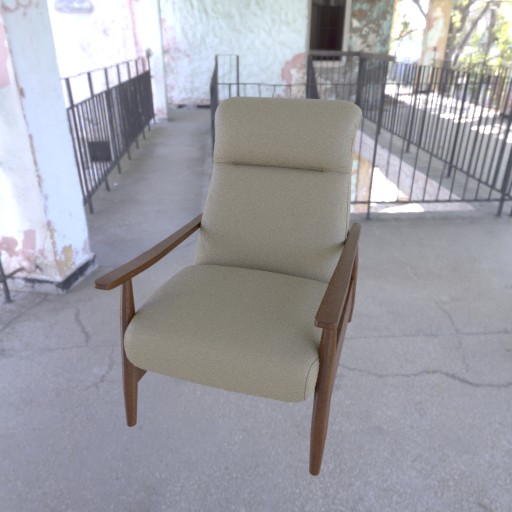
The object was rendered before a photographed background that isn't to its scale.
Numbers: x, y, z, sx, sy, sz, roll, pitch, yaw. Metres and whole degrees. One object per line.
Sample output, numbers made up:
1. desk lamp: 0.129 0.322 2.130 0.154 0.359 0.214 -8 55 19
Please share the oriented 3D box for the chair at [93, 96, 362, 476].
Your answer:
1. chair: 0.000 0.000 1.747 0.762 1.082 1.014 8 27 15
